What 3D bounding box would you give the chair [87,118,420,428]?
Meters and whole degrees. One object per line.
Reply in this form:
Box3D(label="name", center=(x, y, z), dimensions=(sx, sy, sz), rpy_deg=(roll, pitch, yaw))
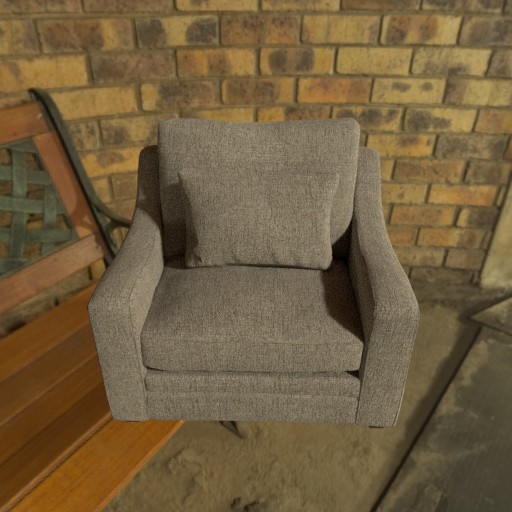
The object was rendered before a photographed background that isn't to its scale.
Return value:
Box3D(label="chair", center=(0.000, 0.000, 1.907), dimensions=(1.138, 1.037, 1.009), rpy_deg=(1, 31, 2))
